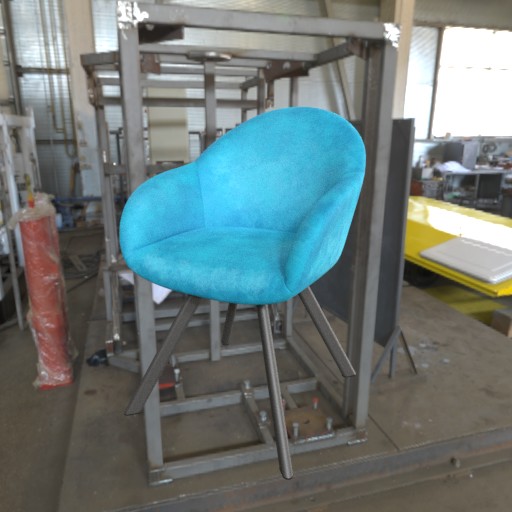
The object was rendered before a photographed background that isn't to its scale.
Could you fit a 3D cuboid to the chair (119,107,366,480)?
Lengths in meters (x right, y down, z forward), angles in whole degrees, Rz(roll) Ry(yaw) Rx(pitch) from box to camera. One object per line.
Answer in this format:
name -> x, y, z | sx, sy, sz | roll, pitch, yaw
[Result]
chair -> 0.000, 0.000, 1.209 | 0.550, 0.795, 0.590 | 8, 18, 27
